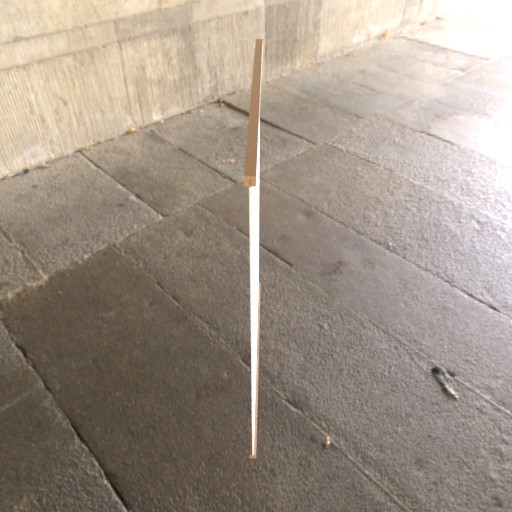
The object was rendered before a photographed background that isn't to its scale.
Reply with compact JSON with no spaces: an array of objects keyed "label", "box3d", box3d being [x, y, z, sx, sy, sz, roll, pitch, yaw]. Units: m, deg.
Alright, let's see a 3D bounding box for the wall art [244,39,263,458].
[{"label":"wall art","box3d":[0.000,0.000,0.804,0.012,0.608,0.459,1,41,1]}]
